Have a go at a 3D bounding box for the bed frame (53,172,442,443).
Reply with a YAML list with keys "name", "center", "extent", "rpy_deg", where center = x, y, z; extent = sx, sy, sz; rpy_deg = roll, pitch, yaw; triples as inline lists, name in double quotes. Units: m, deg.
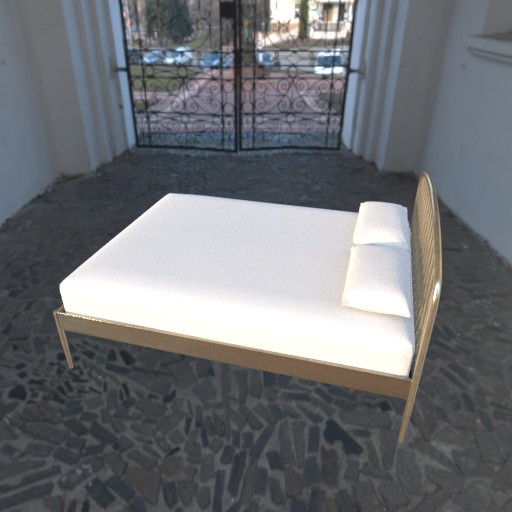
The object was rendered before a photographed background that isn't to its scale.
- name: "bed frame"
  center: [0.000, 0.000, 3.080]
  extent: [2.152, 1.175, 1.612]
  rpy_deg: [8, 31, 14]
